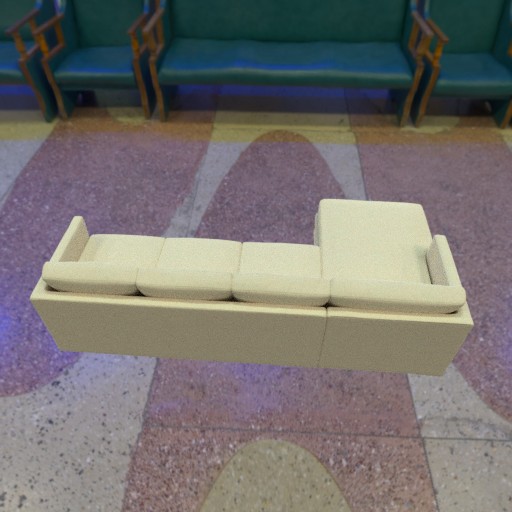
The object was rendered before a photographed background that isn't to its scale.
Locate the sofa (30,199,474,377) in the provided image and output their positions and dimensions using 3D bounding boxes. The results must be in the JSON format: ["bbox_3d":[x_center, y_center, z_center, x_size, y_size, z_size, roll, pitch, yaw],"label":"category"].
[{"bbox_3d":[0.000,0.000,3.894,3.205,0.922,1.650,3,46,3],"label":"sofa"}]
